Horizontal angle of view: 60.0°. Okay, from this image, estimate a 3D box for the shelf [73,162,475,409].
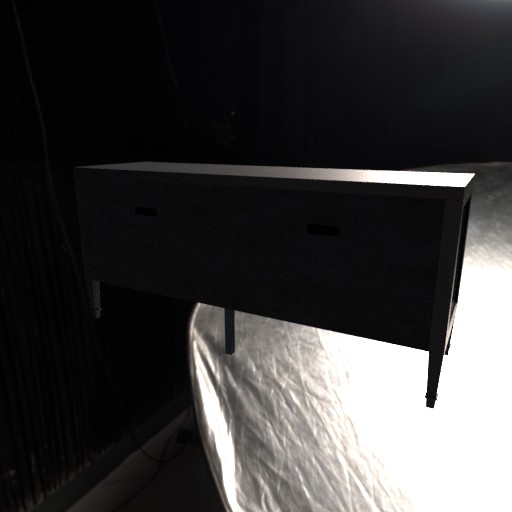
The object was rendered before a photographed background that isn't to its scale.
[{"bbox_3d":[0.000,0.000,1.886,1.575,0.719,0.479,8,17,27],"label":"shelf"}]
